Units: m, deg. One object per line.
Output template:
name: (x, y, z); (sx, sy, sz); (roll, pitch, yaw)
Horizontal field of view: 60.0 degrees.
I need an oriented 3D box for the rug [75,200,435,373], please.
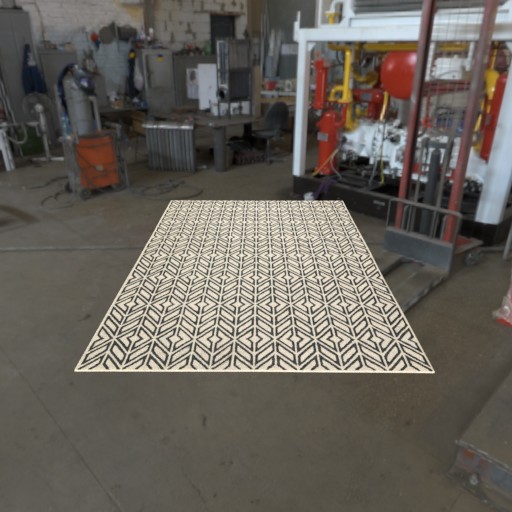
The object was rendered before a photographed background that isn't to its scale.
rug: (0.000, 0.000, 2.323); (1.220, 0.007, 1.828); (0, 25, 0)
